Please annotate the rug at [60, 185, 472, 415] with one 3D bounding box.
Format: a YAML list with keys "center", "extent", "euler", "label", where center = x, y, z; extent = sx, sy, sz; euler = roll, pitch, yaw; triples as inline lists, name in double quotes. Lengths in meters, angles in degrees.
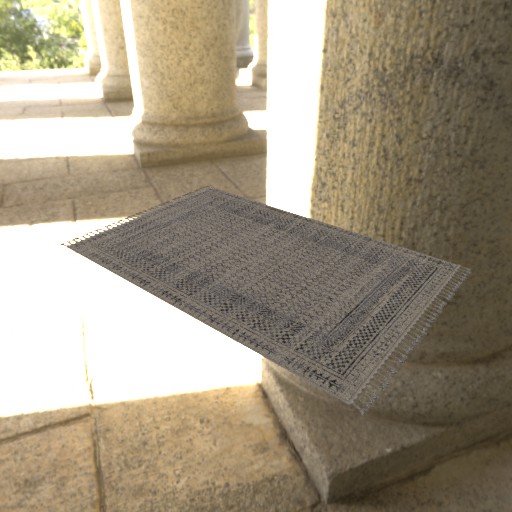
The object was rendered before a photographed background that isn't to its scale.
- center: [0.000, 0.000, 3.095]
  extent: [2.486, 0.013, 1.548]
  euler: [22, 36, 33]
  label: "rug"
